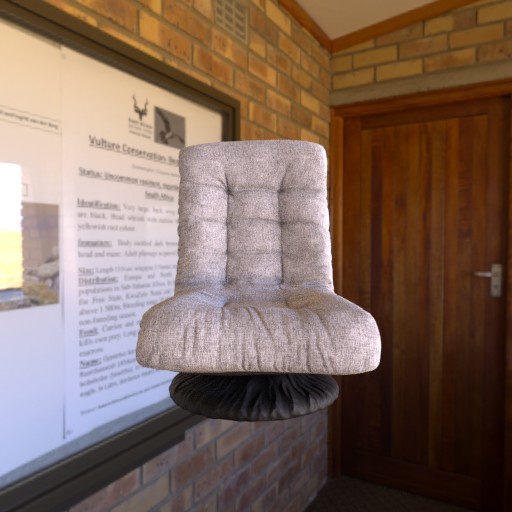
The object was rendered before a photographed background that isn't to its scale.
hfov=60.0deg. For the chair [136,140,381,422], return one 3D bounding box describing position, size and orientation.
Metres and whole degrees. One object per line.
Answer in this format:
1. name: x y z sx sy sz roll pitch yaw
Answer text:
1. chair: 0.000 0.000 0.966 0.400 0.600 0.583 0 2 -1
